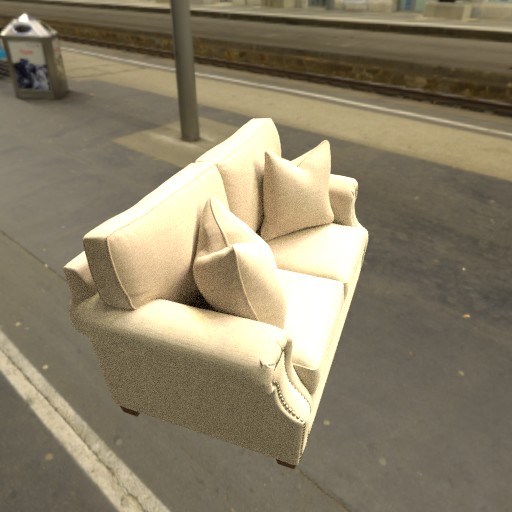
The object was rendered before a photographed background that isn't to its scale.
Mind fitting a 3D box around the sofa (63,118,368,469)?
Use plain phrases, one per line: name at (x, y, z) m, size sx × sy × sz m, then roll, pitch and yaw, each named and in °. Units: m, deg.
sofa at (0.000, 0.000, 2.250) m, size 0.966 × 0.966 × 1.701 m, roll 11°, pitch 34°, yaw 17°
